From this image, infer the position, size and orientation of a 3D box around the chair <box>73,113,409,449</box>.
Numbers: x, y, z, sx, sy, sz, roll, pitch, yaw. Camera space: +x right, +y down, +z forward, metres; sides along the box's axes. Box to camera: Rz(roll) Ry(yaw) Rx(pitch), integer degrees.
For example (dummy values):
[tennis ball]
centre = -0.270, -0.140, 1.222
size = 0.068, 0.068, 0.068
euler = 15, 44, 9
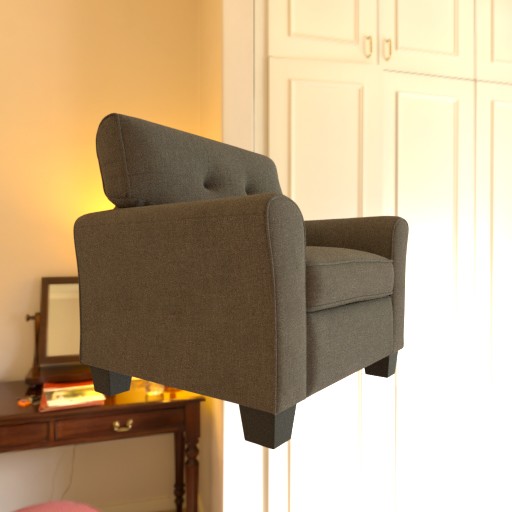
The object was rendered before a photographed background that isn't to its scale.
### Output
[chair]
centre = 0.000, 0.000, 1.556
size = 0.816, 0.890, 0.941
euler = 0, 1, 37
